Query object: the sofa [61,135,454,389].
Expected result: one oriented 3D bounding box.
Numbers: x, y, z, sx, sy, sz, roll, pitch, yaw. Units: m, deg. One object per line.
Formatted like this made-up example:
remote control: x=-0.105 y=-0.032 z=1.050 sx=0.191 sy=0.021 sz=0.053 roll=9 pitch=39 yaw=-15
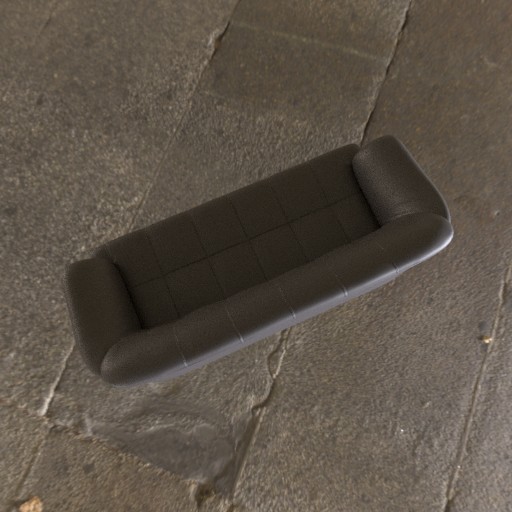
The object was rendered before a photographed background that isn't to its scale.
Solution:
sofa: x=0.000 y=0.000 z=2.281 sx=1.829 sy=0.811 sz=0.800 roll=-23 pitch=77 yaw=-6
